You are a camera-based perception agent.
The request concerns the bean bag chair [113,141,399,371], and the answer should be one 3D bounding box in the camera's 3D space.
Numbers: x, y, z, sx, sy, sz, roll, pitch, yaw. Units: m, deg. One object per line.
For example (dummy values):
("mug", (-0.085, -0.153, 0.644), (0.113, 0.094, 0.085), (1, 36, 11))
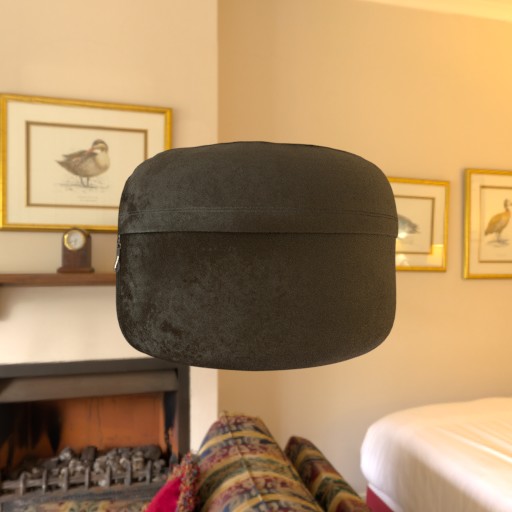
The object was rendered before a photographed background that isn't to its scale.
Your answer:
("bean bag chair", (0.000, 0.000, 1.500), (0.918, 0.605, 0.918), (0, 0, 0))
